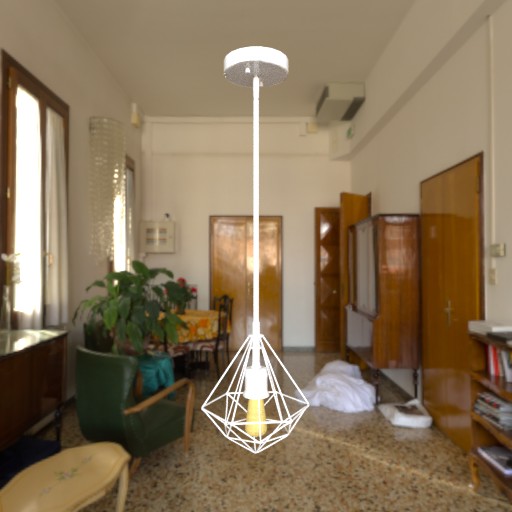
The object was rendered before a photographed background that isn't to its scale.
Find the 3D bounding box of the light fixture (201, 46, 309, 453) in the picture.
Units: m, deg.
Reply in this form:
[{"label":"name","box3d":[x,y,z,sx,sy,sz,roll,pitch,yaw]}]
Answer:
[{"label":"light fixture","box3d":[0.000,0.000,2.003,0.431,1.764,0.487,1,-1,-36]}]
